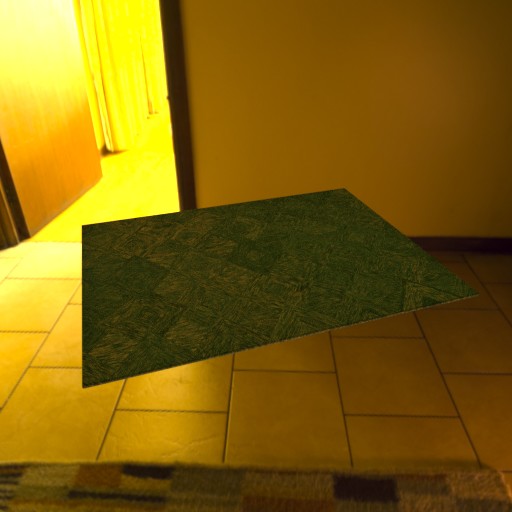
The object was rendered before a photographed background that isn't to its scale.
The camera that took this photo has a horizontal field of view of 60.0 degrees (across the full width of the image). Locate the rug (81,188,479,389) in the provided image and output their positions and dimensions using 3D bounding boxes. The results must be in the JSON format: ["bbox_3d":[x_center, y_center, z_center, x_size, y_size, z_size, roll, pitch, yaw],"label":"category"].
[{"bbox_3d":[0.000,0.000,4.315,3.217,0.027,2.405,-10,33,-16],"label":"rug"}]
